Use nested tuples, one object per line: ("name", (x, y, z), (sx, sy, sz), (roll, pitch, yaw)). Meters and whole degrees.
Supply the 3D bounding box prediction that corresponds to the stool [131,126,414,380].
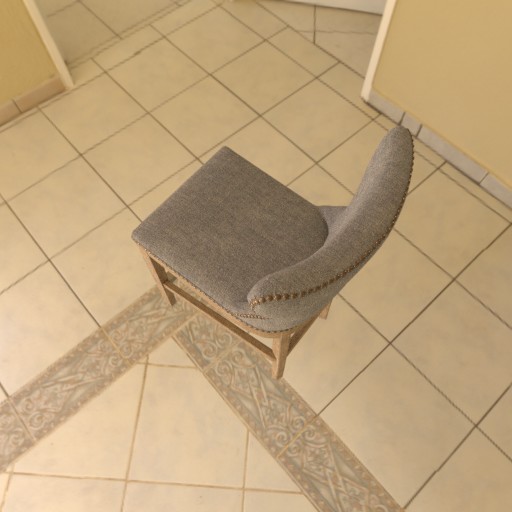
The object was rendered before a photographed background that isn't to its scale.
("stool", (0.000, 0.000, 1.313), (0.608, 0.981, 0.498), (36, 69, 16))
